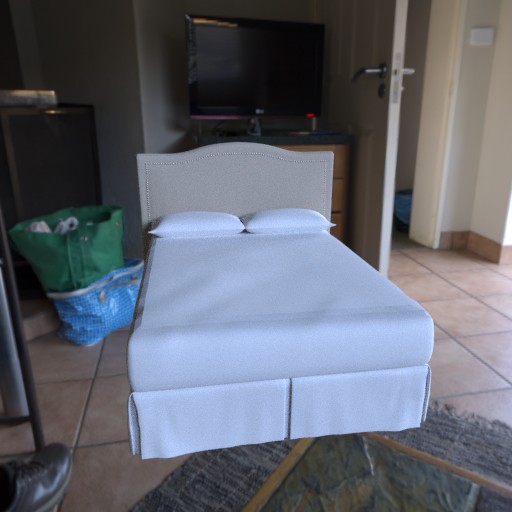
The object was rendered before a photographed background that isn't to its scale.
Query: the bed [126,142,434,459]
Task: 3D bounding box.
[{"bbox_3d":[0.000,0.000,3.025,1.678,1.398,2.052,-3,18,-9],"label":"bed"}]
